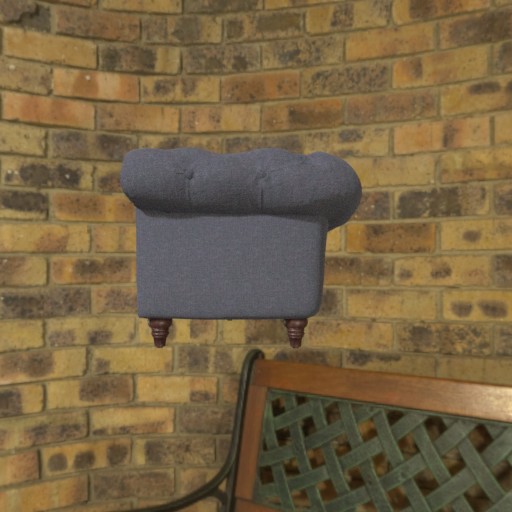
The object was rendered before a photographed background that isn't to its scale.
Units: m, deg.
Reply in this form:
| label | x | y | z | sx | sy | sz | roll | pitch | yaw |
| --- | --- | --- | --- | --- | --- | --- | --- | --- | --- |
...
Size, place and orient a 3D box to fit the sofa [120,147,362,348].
| label | x | y | z | sx | sy | sz | roll | pitch | yaw |
| --- | --- | --- | --- | --- | --- | --- | --- | --- | --- |
| sofa | 0.000 | 0.000 | 2.836 | 1.046 | 0.836 | 2.335 | 0 | -1 | 1 |
